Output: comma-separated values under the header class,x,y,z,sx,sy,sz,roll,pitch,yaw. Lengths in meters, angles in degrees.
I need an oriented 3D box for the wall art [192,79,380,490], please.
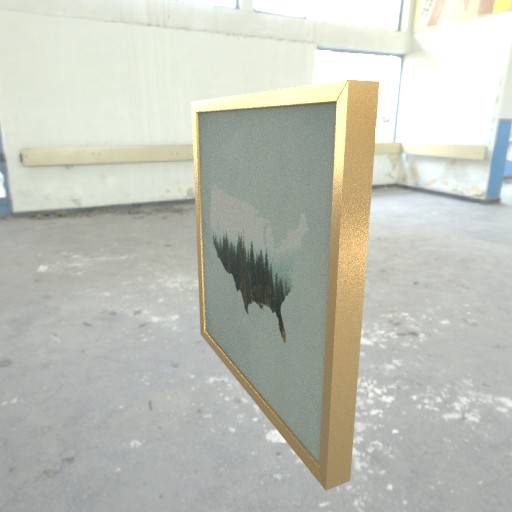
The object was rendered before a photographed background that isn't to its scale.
class,x,y,z,sx,sy,sz,roll,pitch,yaw
wall art,0.000,0.000,0.744,0.040,0.509,0.509,-8,18,-25
